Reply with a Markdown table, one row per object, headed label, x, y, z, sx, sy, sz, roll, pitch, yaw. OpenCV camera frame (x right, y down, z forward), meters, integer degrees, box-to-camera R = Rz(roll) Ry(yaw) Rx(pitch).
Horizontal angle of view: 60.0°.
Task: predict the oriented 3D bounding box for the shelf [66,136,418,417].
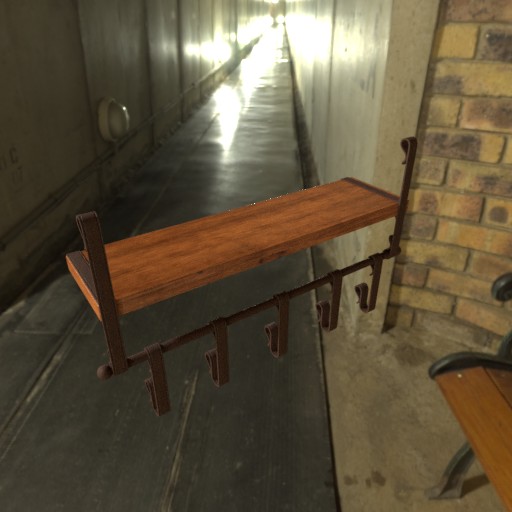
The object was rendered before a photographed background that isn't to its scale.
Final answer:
| label | x | y | z | sx | sy | sz | roll | pitch | yaw |
| --- | --- | --- | --- | --- | --- | --- | --- | --- | --- |
| shelf | 0.000 | 0.000 | 0.712 | 0.567 | 0.330 | 0.146 | -19 | 35 | -29 |
